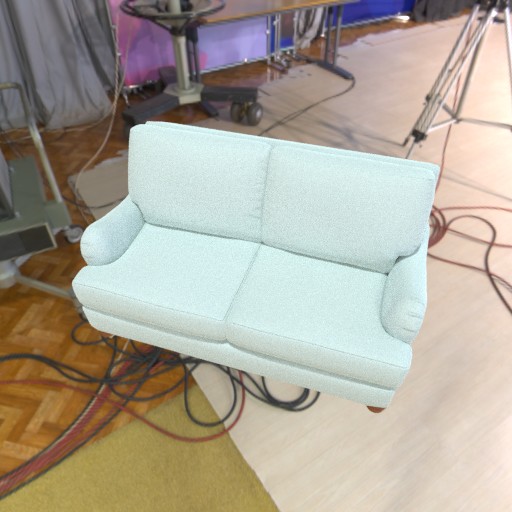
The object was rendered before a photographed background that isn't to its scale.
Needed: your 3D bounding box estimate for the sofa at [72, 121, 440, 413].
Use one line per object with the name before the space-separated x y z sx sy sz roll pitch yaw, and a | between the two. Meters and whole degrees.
sofa | 0.000 0.000 2.565 1.853 1.101 1.084 12 45 13
